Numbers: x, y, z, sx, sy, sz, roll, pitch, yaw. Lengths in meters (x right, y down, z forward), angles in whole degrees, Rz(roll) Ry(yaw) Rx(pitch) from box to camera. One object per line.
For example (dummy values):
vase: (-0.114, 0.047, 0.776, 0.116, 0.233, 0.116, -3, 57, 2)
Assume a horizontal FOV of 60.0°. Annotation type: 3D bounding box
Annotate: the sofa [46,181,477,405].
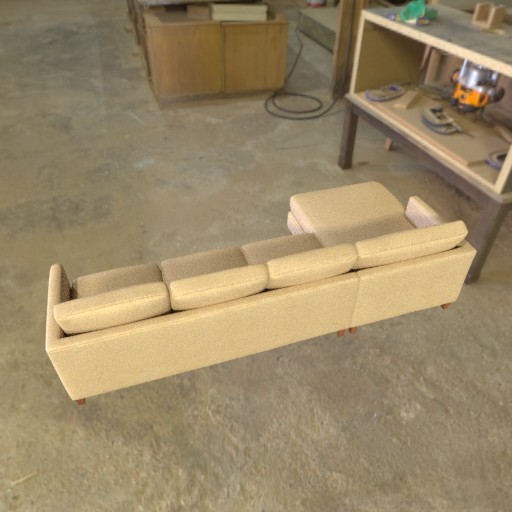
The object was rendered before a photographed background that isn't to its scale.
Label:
sofa: (0.000, 0.000, 3.765, 3.201, 0.876, 1.502, -12, 42, -13)
